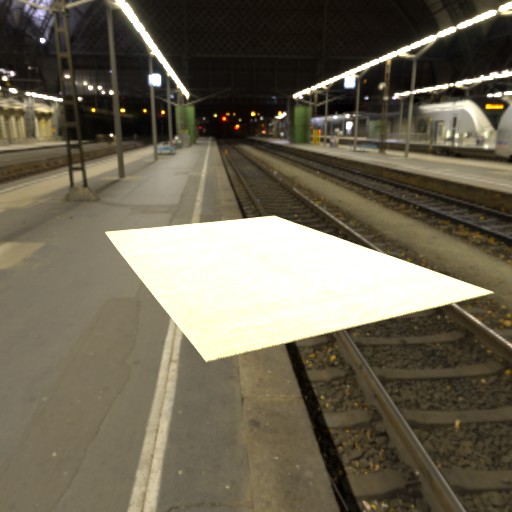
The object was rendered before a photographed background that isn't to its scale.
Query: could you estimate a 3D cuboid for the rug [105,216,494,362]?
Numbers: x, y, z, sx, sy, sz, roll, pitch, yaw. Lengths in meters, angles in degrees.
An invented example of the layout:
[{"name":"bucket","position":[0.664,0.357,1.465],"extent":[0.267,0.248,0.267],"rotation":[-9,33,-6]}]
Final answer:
[{"name":"rug","position":[0.000,0.000,2.334],"extent":[1.250,0.015,1.850],"rotation":[-8,18,-26]}]
